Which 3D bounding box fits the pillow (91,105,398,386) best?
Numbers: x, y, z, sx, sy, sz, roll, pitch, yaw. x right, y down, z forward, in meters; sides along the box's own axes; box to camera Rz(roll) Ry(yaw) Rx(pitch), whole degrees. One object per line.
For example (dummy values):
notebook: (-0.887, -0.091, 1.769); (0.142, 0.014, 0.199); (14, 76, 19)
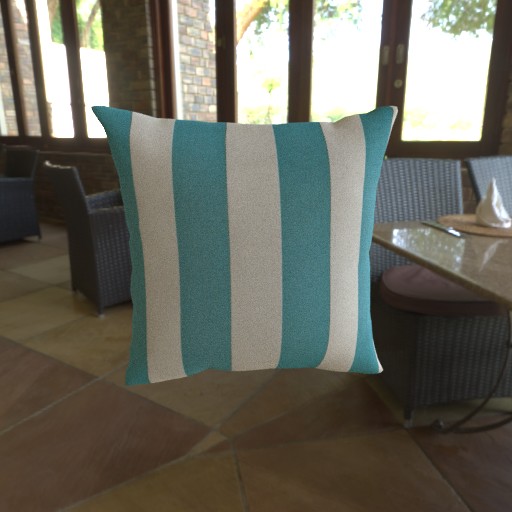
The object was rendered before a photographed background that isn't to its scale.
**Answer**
pillow: (0.000, 0.000, 0.814); (0.536, 0.526, 0.189); (-2, 16, -8)
